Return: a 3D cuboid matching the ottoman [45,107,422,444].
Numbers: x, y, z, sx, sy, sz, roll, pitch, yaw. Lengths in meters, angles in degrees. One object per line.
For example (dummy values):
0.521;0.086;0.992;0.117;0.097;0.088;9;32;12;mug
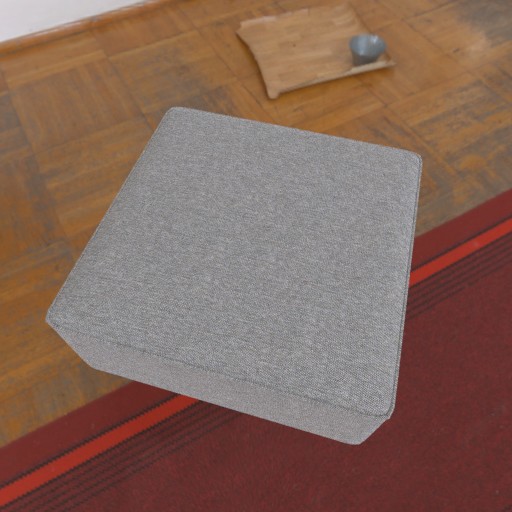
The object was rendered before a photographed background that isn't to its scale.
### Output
0.000;0.000;1.597;1.005;0.455;1.005;14;58;9;ottoman
